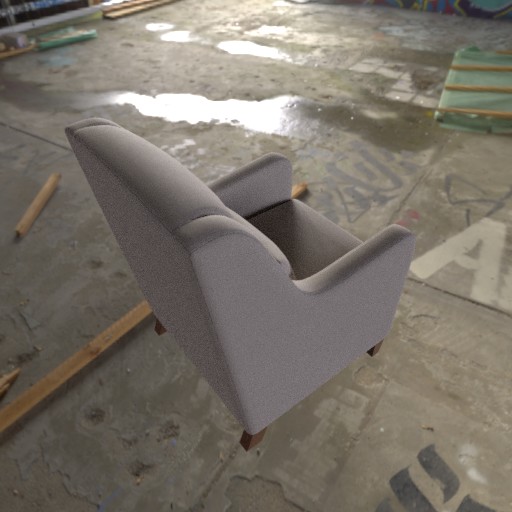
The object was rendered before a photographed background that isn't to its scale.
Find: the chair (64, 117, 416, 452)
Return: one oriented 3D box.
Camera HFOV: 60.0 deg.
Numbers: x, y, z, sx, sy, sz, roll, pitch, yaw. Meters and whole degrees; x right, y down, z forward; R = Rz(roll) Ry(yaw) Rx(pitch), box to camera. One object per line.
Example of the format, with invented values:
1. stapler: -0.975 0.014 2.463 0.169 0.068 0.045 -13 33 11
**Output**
1. chair: 0.000 0.000 1.552 0.863 1.010 0.715 -26 47 -27
